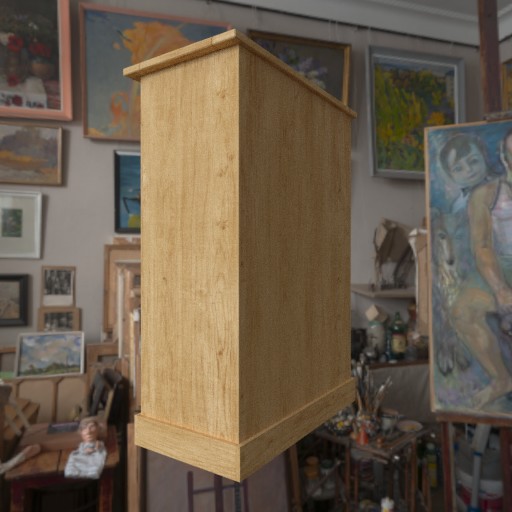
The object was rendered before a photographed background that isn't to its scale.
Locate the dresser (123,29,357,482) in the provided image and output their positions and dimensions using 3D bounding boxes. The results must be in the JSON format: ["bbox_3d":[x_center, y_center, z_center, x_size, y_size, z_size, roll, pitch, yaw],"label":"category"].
[{"bbox_3d":[0.000,0.000,1.770,0.485,1.300,0.915,0,0,34],"label":"dresser"}]
